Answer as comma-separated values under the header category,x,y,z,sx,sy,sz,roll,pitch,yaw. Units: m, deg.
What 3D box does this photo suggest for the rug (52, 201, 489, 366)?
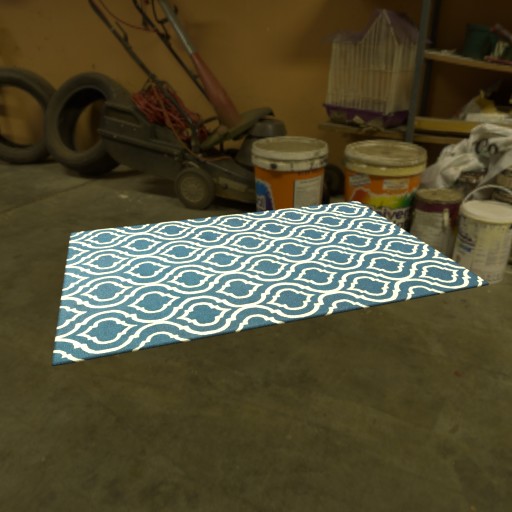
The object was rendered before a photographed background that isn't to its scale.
category,x,y,z,sx,sy,sz,roll,pitch,yaw
rug,0.000,0.000,2.161,1.753,0.010,1.143,-8,27,-16
